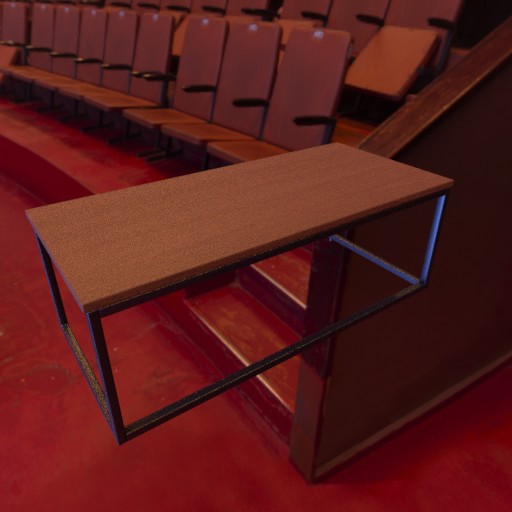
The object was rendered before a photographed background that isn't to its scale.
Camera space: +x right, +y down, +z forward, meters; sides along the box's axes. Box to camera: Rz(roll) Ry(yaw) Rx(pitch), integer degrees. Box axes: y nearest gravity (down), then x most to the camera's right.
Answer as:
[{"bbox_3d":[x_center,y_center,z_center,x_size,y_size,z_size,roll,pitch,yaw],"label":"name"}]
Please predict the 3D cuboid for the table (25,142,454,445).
[{"bbox_3d":[0.000,0.000,1.333,1.100,0.400,0.500,-19,35,-30],"label":"table"}]
